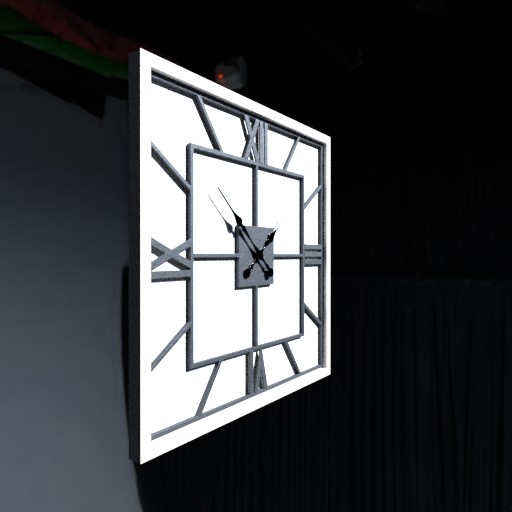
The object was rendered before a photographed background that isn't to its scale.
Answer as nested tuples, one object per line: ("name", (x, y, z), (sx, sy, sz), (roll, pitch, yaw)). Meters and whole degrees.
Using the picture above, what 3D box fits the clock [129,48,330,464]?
("clock", (0.000, 0.000, 1.044), (0.032, 0.705, 0.705), (0, 0, 36))
